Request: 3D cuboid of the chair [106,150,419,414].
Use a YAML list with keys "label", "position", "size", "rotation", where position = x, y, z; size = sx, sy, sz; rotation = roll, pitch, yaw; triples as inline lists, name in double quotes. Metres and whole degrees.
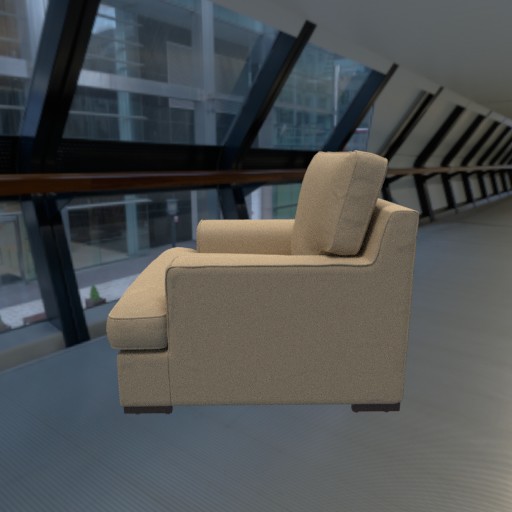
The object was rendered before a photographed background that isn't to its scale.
- label: "chair"
  position: [0.000, 0.000, 2.177]
  size: [1.274, 1.005, 1.293]
  rotation: [-2, 13, -8]
